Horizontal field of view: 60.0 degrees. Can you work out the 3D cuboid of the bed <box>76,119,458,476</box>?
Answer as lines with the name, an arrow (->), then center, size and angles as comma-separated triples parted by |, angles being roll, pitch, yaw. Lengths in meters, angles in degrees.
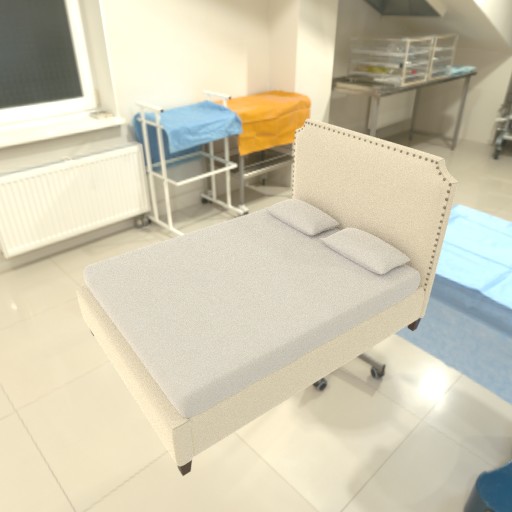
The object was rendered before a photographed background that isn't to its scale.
bed -> 0.000, 0.000, 3.436 | 2.372, 1.497, 1.712 | -21, 37, -31
